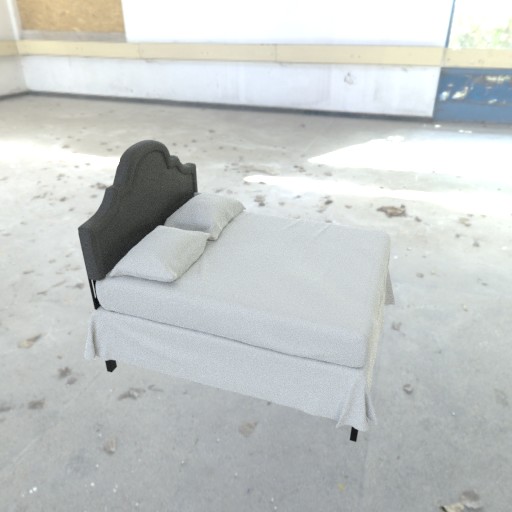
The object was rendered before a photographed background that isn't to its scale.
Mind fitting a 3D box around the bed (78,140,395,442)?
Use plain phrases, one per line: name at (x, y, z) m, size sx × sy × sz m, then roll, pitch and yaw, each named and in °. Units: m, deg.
bed at (0.000, 0.000, 3.509) m, size 2.222 × 1.634 × 1.780 m, roll 10°, pitch 30°, yaw 17°
